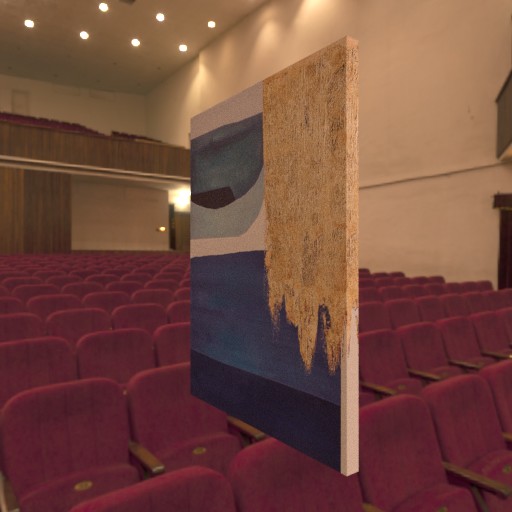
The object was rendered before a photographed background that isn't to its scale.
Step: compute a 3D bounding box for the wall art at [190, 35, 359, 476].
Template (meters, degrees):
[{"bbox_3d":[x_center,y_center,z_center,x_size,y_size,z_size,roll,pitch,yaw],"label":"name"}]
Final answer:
[{"bbox_3d":[0.000,0.000,0.808,0.026,0.613,0.458,0,0,-37],"label":"wall art"}]
